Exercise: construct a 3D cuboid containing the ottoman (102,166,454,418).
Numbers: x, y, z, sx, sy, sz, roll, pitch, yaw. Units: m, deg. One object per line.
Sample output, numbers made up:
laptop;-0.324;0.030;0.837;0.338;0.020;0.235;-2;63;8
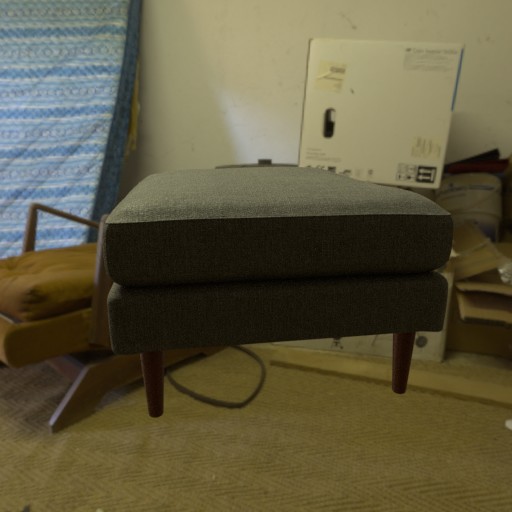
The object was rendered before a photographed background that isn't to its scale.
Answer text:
ottoman;0.000;0.000;1.254;0.693;0.474;0.821;-2;15;-9
